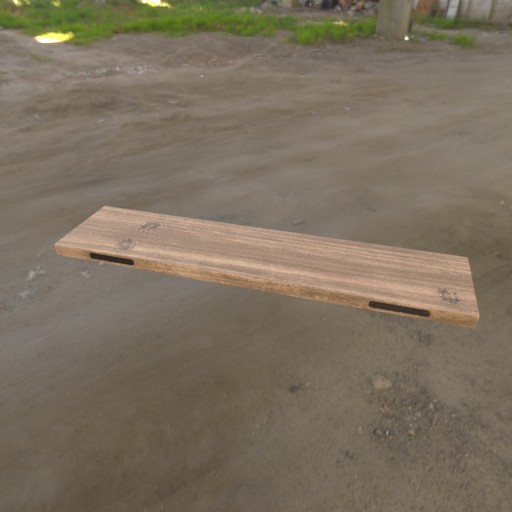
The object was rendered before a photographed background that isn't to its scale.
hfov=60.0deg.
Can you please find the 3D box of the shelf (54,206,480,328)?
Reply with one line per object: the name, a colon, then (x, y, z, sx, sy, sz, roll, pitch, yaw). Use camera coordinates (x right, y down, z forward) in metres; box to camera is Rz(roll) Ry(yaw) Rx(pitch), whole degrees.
shelf: (0.000, 0.000, 0.675, 0.610, 0.020, 0.140, 9, 34, 14)
